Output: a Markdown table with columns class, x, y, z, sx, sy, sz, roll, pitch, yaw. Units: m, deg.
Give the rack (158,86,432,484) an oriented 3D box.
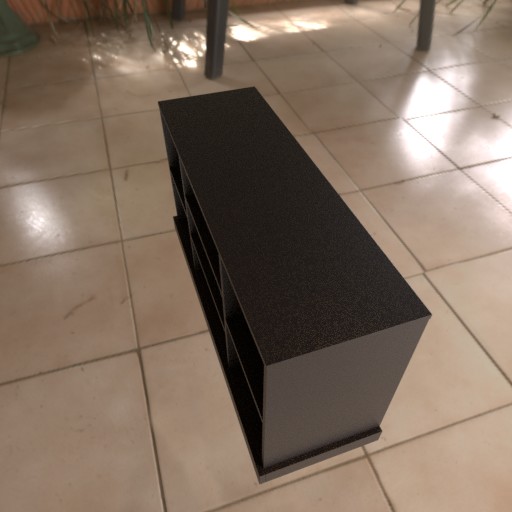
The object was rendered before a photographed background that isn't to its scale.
| class | x | y | z | sx | sy | sz | roll | pitch | yaw |
| --- | --- | --- | --- | --- | --- | --- | --- | --- | --- |
| rack | 0.000 | 0.000 | 1.529 | 0.399 | 0.635 | 1.206 | -14 | 47 | -13 |
